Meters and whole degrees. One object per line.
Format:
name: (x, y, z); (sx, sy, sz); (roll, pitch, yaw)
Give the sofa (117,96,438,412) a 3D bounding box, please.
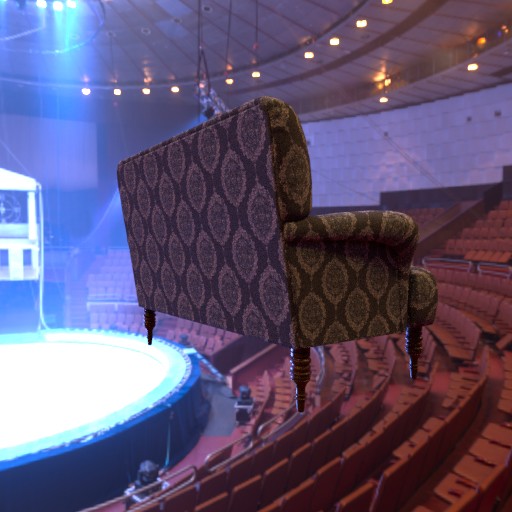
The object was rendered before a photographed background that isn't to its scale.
sofa: (0.000, 0.000, 1.828); (0.779, 0.867, 1.297); (-1, 1, -36)
